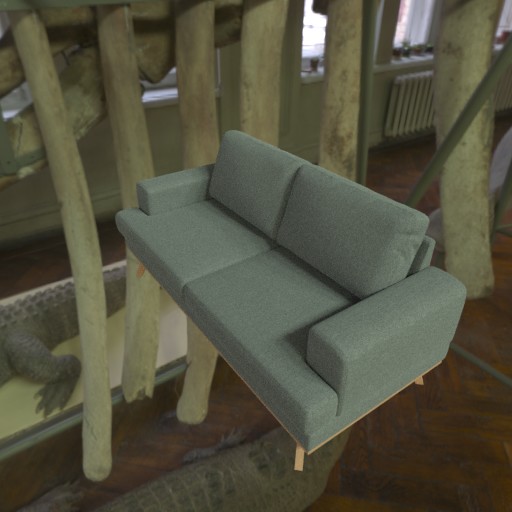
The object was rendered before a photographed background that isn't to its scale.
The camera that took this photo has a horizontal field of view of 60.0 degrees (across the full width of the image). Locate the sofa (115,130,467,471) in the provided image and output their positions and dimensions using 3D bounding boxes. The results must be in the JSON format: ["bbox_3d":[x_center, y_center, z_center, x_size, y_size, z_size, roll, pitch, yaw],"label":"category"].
[{"bbox_3d":[0.000,0.000,2.073,0.785,0.810,1.650,-21,38,-29],"label":"sofa"}]
